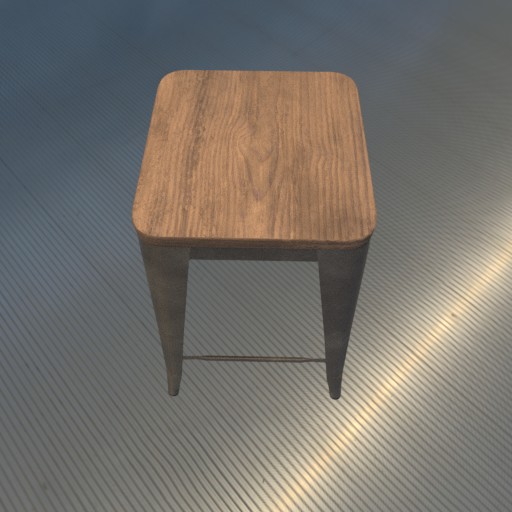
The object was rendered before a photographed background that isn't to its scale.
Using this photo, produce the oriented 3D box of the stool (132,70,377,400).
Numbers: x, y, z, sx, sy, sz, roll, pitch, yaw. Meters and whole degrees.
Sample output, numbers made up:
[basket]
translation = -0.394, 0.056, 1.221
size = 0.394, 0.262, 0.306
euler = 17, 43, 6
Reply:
[stool]
translation = 0.000, 0.000, 0.885
size = 0.407, 0.607, 0.407
euler = 1, 58, 1
